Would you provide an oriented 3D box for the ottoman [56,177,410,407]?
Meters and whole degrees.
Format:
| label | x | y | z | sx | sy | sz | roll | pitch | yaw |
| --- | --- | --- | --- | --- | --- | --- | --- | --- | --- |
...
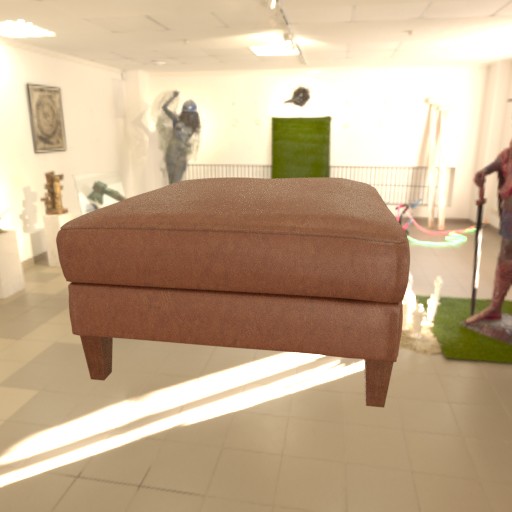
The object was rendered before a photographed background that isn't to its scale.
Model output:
| label | x | y | z | sx | sy | sz | roll | pitch | yaw |
| --- | --- | --- | --- | --- | --- | --- | --- | --- | --- |
| ottoman | 0.000 | 0.000 | 1.489 | 0.836 | 0.472 | 0.987 | 3 | 16 | 9 |
